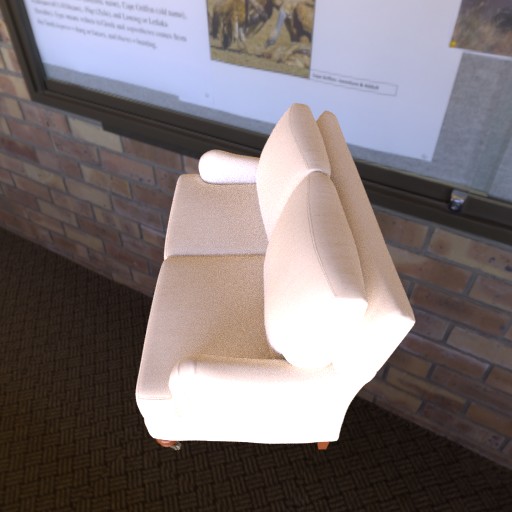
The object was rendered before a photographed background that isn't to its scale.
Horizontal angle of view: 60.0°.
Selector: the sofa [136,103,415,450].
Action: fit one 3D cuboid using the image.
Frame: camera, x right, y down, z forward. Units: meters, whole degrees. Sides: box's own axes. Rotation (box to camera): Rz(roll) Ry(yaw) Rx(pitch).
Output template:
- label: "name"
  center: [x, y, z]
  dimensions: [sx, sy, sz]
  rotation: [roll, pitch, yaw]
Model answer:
- label: "sofa"
  center: [0.000, 0.000, 2.500]
  dimensions: [1.084, 1.101, 1.853]
  rotation: [-1, 41, -1]
